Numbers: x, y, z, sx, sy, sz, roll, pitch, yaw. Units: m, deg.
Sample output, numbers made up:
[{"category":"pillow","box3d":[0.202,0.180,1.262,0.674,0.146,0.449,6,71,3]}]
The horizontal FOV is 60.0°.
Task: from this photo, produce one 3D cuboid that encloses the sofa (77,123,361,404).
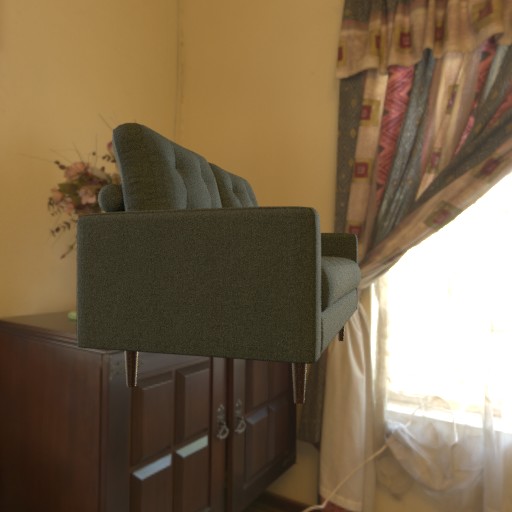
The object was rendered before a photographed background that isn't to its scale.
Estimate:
[{"category":"sofa","box3d":[0.000,0.000,1.977,0.842,0.907,1.407,0,-1,18]}]
